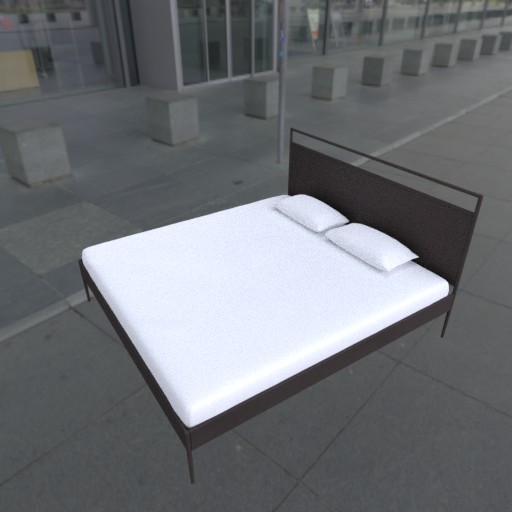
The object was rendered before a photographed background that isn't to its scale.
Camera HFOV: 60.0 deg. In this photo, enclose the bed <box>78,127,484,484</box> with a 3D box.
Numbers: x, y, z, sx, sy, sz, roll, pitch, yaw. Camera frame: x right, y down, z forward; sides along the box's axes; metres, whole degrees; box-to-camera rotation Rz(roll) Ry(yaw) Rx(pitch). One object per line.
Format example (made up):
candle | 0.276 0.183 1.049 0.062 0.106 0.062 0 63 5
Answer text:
bed | 0.000 0.000 3.306 2.151 1.173 1.993 -19 35 -28
